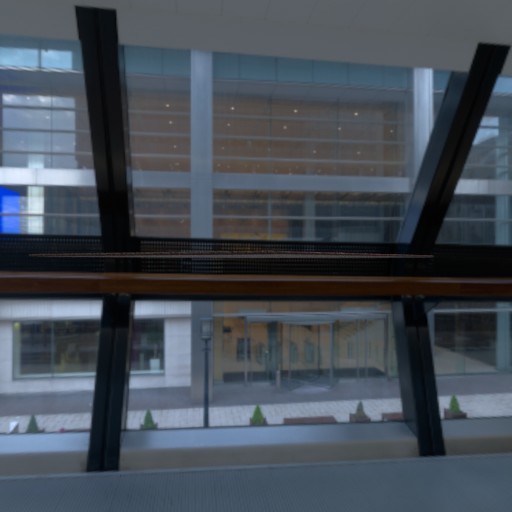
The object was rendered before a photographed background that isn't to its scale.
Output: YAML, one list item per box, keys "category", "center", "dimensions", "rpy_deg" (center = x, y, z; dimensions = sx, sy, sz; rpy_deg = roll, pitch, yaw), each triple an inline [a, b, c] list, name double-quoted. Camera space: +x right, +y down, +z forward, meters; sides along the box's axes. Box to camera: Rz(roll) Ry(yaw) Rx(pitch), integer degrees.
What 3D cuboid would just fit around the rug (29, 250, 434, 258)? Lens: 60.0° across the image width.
- category: "rug"
  center: [0.000, 0.000, 4.145]
  dimensions: [2.411, 0.020, 3.032]
  rpy_deg: [0, -1, 36]
